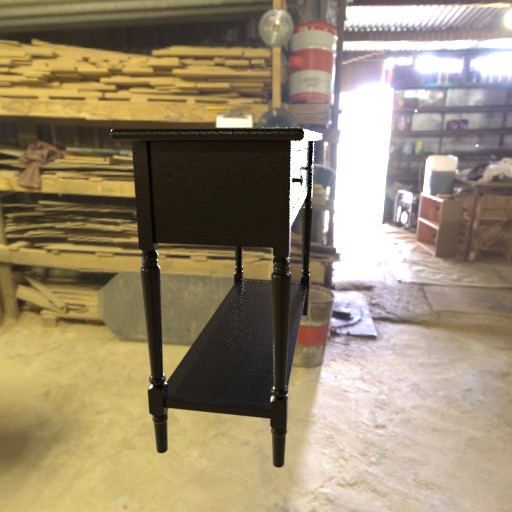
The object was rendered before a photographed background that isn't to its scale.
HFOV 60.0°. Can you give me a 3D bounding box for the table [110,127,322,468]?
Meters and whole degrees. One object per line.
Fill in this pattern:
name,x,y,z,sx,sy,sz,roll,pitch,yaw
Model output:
table,0.000,0.000,1.519,0.386,0.819,1.191,3,15,9
